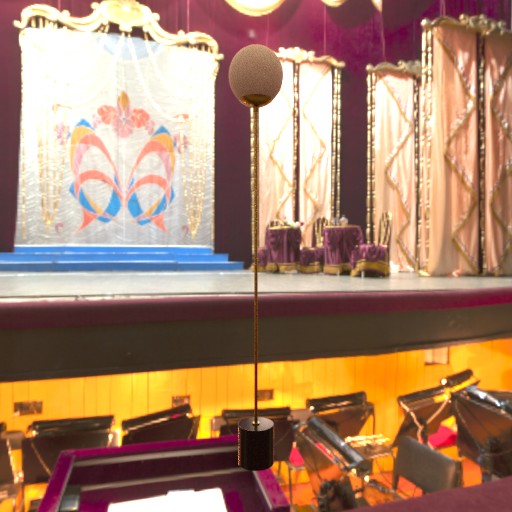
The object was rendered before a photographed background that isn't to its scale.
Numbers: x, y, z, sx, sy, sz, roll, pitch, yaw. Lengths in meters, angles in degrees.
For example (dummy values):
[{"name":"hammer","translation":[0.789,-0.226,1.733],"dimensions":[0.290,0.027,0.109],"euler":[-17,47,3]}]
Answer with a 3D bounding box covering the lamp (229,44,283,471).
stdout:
[{"name":"lamp","translation":[0.000,0.000,1.866],"dimensions":[0.229,1.748,0.229],"euler":[0,1,-16]}]
